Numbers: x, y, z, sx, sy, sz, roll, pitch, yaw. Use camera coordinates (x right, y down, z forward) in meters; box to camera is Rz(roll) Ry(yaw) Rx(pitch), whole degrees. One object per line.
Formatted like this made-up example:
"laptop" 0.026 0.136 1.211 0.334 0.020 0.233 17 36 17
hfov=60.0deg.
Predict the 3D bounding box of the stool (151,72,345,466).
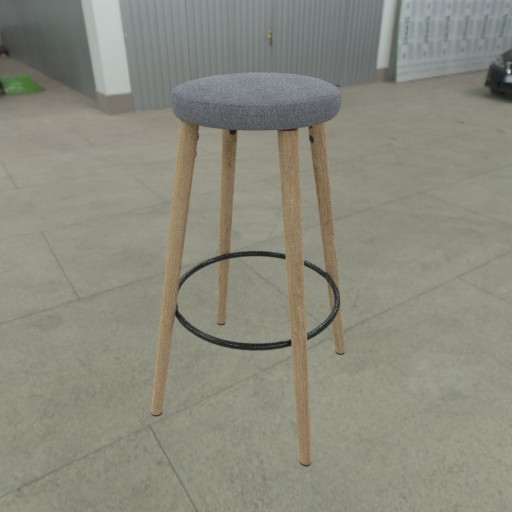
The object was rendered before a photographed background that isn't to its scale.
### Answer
"stool" 0.000 0.000 1.011 0.410 0.770 0.410 11 31 18
